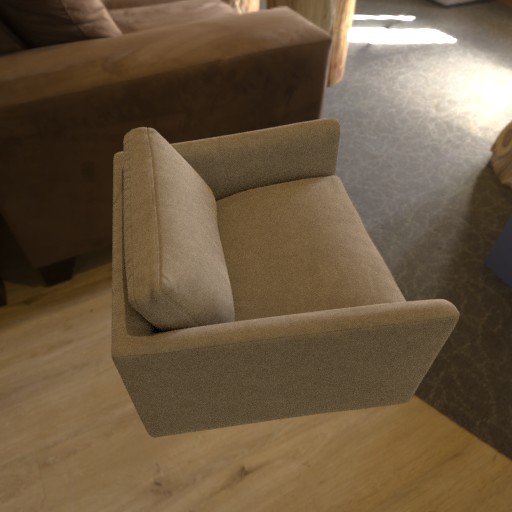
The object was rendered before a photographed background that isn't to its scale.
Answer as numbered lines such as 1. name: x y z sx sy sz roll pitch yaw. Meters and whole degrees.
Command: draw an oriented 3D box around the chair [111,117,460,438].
1. chair: 0.000 0.000 1.851 1.091 0.845 1.190 -9 48 -8
